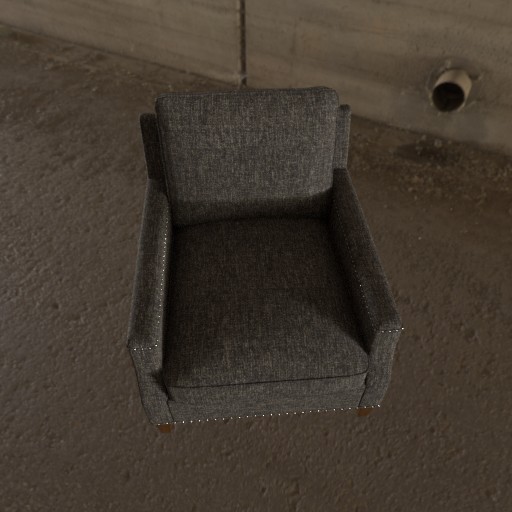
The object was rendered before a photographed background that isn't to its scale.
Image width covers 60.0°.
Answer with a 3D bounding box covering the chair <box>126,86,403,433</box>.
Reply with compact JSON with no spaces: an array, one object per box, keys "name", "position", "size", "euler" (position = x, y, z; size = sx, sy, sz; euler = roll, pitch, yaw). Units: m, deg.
[{"name":"chair","position":[0.000,0.000,1.681],"size":[0.853,0.943,1.014],"euler":[-4,48,-3]}]
